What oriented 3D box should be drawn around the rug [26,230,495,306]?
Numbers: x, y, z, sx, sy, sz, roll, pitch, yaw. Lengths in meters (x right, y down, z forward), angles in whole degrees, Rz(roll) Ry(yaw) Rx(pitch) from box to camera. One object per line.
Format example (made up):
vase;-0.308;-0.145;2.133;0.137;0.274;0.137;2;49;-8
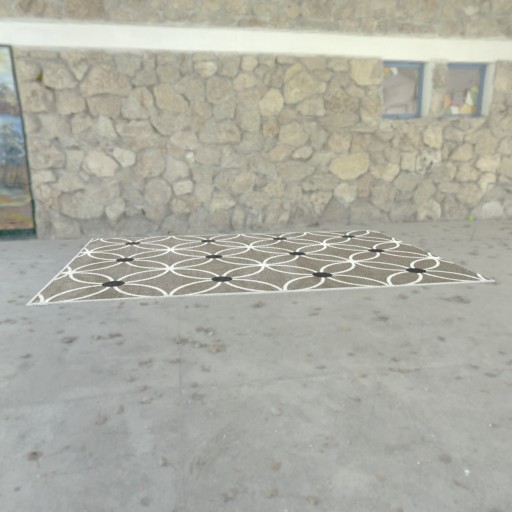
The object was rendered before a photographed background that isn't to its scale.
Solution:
rug;0.000;0.000;2.839;2.284;0.008;1.522;-2;14;-9
